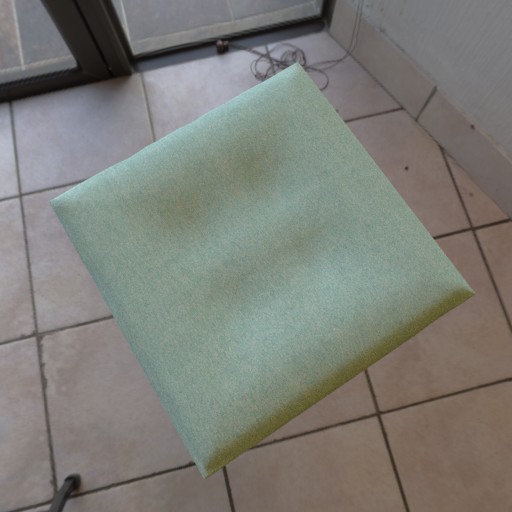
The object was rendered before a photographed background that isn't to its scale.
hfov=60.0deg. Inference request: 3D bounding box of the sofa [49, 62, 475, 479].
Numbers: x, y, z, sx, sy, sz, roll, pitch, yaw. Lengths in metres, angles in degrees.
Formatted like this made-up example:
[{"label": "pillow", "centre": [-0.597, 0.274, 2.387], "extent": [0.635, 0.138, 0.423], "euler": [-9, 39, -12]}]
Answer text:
[{"label": "sofa", "centre": [0.000, 0.000, 1.415], "extent": [0.930, 0.330, 0.930], "euler": [-32, 78, -7]}]
